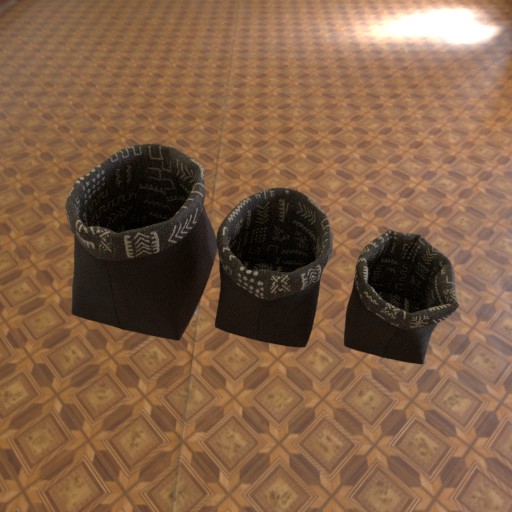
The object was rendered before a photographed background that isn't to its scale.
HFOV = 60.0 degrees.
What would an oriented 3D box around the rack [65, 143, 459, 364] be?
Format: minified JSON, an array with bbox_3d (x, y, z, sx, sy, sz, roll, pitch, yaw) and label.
[{"bbox_3d":[0.000,0.000,1.075,0.905,0.323,0.379,10,47,10],"label":"rack"}]
